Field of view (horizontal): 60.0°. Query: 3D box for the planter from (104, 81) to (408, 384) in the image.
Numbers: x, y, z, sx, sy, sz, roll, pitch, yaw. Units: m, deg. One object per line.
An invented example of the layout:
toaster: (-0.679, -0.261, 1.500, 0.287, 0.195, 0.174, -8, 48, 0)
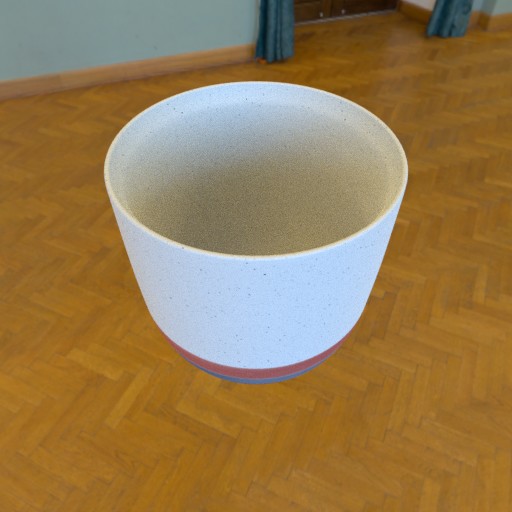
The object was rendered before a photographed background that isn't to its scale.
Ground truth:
planter: (0.000, 0.000, 0.382, 0.204, 0.214, 0.204, 0, 47, 0)
